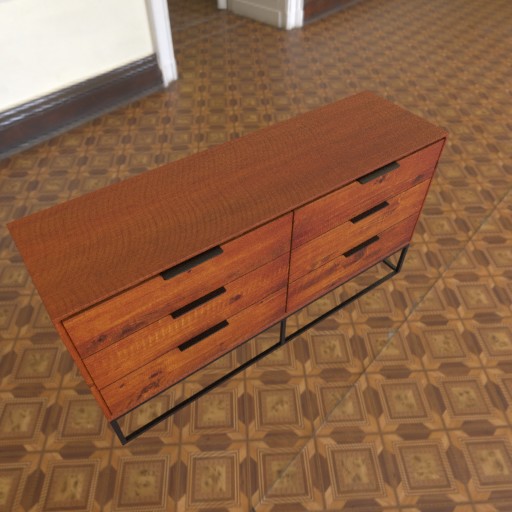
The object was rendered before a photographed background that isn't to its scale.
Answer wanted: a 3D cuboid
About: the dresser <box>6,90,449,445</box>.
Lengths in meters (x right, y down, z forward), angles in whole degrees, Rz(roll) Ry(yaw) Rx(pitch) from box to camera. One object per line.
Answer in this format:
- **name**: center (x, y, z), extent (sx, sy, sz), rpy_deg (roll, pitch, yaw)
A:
- **dresser**: center (0.000, 0.000, 1.815), extent (1.536, 0.810, 0.464), rpy_deg (-27, 52, -24)
